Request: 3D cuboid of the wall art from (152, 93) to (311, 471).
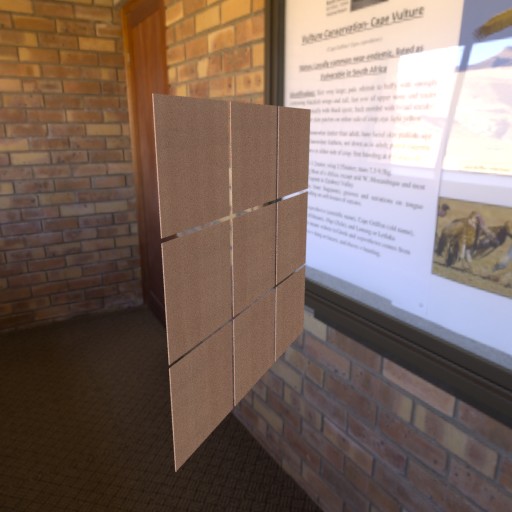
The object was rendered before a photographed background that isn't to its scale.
[{"bbox_3d":[0.000,0.000,2.315,0.002,1.505,1.517,8,18,25],"label":"wall art"}]
